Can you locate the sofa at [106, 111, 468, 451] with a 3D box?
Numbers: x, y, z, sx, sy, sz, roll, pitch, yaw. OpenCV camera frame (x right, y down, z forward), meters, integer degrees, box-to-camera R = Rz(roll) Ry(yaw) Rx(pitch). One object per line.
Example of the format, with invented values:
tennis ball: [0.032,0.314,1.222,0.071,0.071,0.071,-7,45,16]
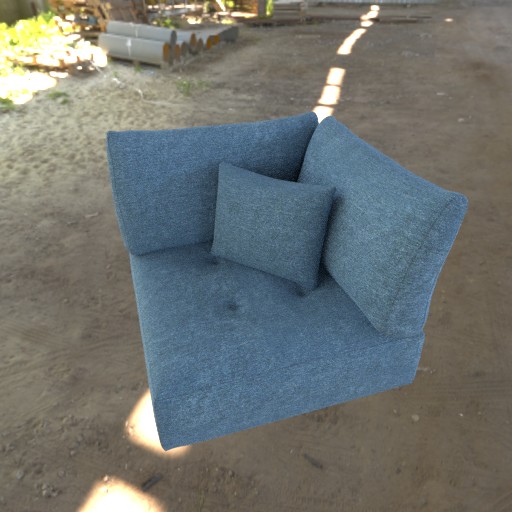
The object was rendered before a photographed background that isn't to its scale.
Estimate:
sofa: [0.000,0.000,1.747,1.000,0.820,1.000,-10,34,-15]
